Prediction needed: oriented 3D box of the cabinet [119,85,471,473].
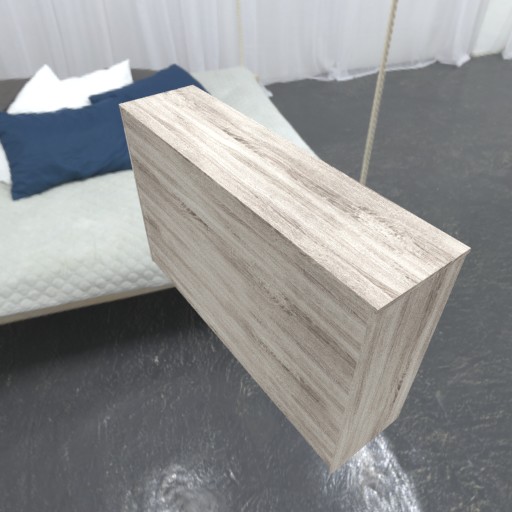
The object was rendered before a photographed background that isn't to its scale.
[{"bbox_3d":[0.000,0.000,1.838,0.380,0.900,1.450,-26,48,-27],"label":"cabinet"}]
